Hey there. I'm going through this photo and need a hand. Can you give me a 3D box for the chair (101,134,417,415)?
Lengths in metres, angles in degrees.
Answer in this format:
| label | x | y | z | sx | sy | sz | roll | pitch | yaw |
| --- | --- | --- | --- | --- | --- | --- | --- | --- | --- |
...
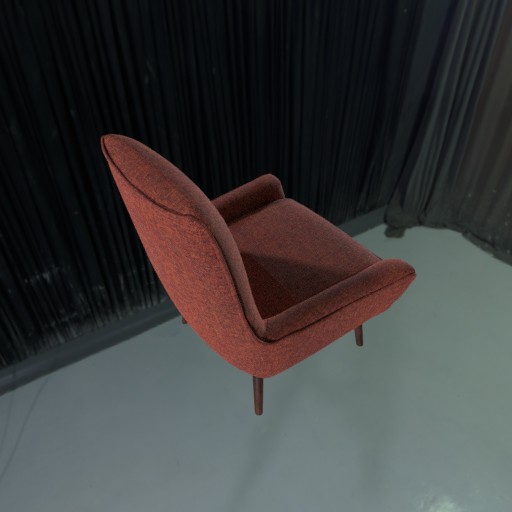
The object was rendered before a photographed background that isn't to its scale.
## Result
| label | x | y | z | sx | sy | sz | roll | pitch | yaw |
| --- | --- | --- | --- | --- | --- | --- | --- | --- | --- |
| chair | 0.000 | 0.000 | 1.537 | 0.784 | 0.911 | 0.803 | -25 | 46 | -27 |
